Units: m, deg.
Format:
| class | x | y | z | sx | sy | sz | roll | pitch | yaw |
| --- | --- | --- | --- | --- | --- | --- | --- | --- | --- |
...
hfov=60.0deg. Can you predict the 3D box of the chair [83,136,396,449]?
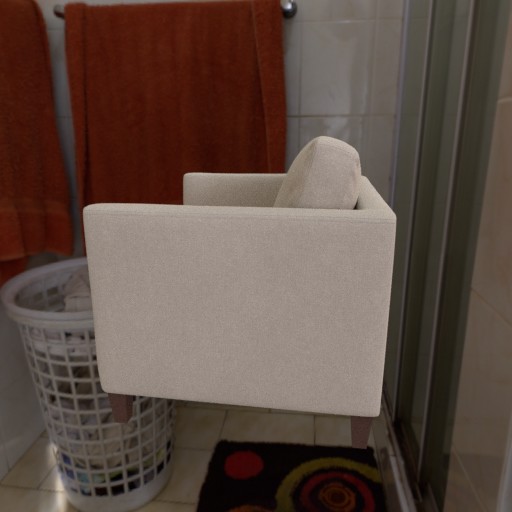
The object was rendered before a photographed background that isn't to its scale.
| class | x | y | z | sx | sy | sz | roll | pitch | yaw |
| --- | --- | --- | --- | --- | --- | --- | --- | --- | --- |
| chair | 0.000 | 0.000 | 1.834 | 0.959 | 0.961 | 1.107 | 2 | 16 | 8 |
